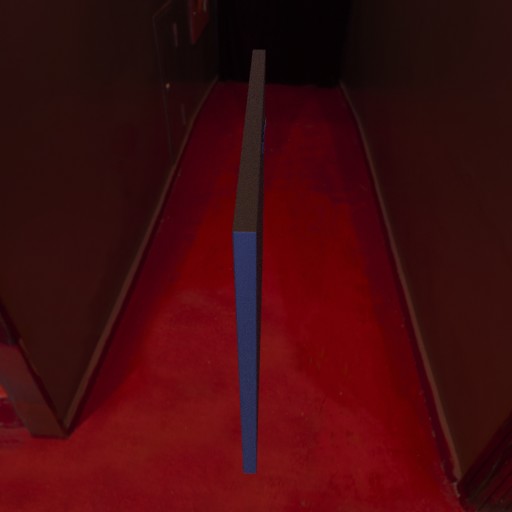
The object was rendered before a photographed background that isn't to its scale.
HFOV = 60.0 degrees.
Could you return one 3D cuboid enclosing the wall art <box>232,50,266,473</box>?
[{"bbox_3d":[0.000,0.000,1.190,0.043,0.807,0.805,1,42,1],"label":"wall art"}]
